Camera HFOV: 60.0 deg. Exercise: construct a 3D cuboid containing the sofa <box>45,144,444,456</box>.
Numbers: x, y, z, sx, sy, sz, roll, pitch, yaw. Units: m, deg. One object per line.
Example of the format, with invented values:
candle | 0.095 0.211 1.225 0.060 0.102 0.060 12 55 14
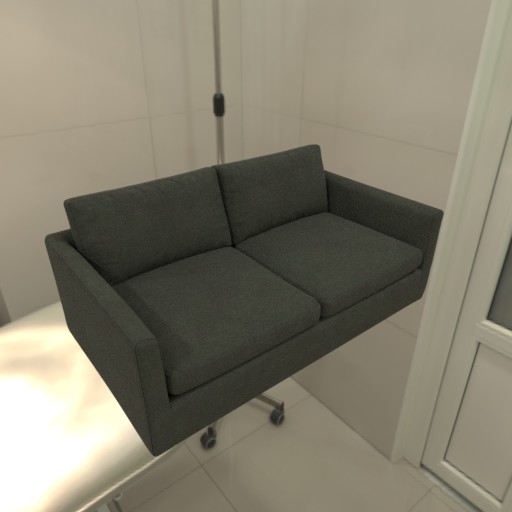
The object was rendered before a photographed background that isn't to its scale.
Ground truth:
sofa | 0.000 0.000 2.487 1.909 0.845 1.091 -21 35 -33
